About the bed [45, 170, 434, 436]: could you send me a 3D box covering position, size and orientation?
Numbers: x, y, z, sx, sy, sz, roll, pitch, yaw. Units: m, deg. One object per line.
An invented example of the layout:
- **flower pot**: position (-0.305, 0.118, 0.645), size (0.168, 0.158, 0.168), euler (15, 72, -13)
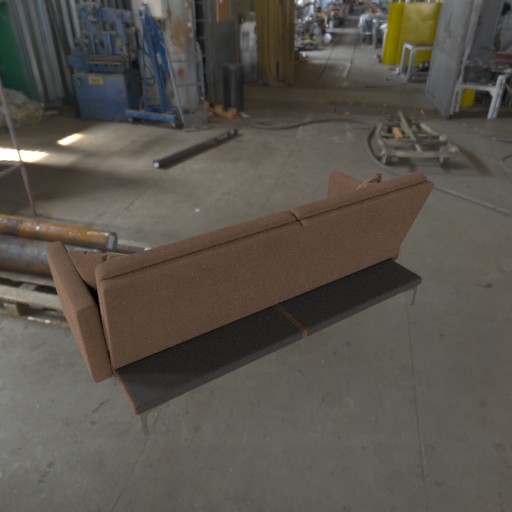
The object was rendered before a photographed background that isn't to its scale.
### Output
- **bed**: position (0.000, 0.000, 2.367), size (1.905, 0.787, 0.889), euler (-19, 36, -27)
